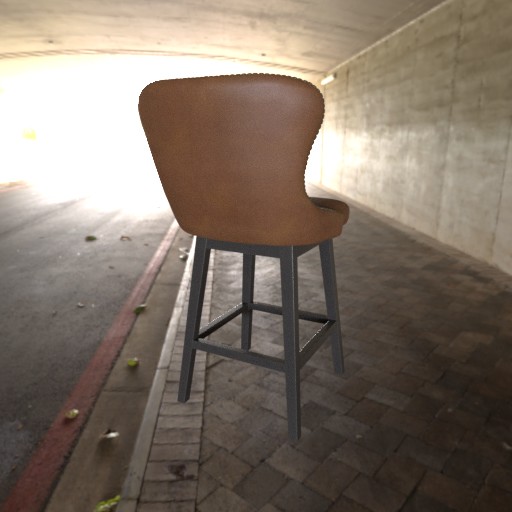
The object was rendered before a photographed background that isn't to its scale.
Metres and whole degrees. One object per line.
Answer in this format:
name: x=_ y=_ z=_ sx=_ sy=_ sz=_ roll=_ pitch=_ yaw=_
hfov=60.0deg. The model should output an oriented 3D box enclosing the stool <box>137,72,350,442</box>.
stool: x=0.000 y=0.000 z=1.358 sx=0.528 sy=0.971 sz=0.593 roll=8 pitch=17 yaw=27
